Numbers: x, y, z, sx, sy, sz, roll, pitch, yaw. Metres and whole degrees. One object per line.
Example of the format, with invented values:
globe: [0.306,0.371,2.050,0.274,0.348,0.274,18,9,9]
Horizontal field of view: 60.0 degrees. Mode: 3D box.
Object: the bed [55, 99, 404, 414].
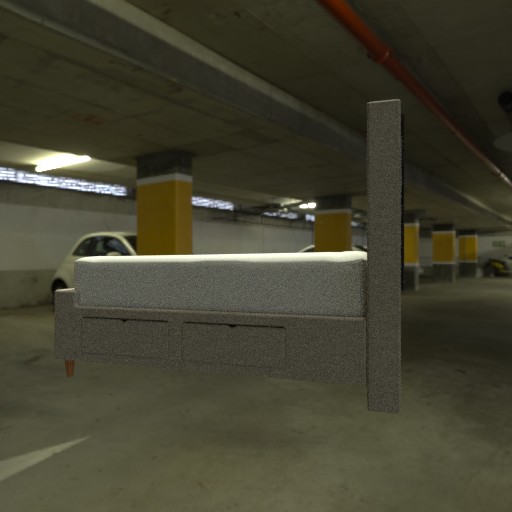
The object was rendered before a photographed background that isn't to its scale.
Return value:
bed: [0.000,0.000,3.761,2.372,1.748,2.044,0,0,18]
